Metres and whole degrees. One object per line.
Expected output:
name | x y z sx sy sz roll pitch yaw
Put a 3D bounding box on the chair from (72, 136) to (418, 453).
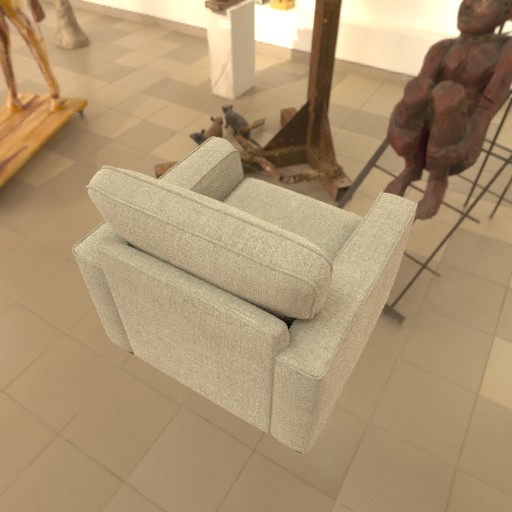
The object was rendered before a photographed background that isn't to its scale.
chair | 0.000 0.000 1.793 1.015 0.965 0.939 23 50 21
